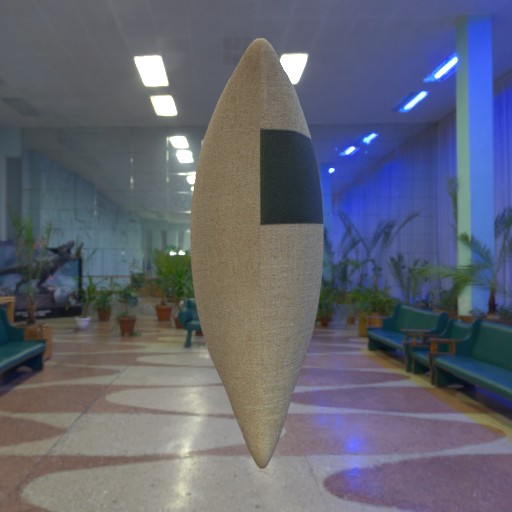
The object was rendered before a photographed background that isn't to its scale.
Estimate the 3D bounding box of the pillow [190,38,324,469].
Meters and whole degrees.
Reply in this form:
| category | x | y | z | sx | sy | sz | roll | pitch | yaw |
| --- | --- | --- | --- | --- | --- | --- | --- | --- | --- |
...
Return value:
| category | x | y | z | sx | sy | sz | roll | pitch | yaw |
| --- | --- | --- | --- | --- | --- | --- | --- | --- | --- |
| pillow | 0.000 | 0.000 | 0.610 | 0.173 | 0.399 | 0.414 | 0 | -1 | -1 |
